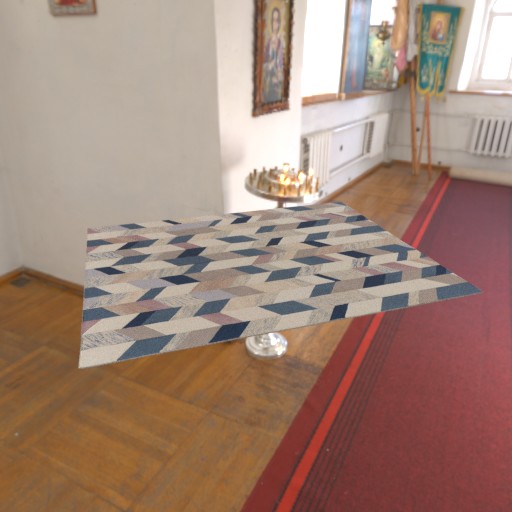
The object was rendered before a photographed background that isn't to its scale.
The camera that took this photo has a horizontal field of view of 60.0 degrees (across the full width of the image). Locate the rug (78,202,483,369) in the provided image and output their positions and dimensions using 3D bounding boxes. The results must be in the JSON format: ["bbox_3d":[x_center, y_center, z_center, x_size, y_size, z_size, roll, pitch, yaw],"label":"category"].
[{"bbox_3d":[0.000,0.000,4.193,3.072,0.011,2.451,-8,26,-16],"label":"rug"}]
